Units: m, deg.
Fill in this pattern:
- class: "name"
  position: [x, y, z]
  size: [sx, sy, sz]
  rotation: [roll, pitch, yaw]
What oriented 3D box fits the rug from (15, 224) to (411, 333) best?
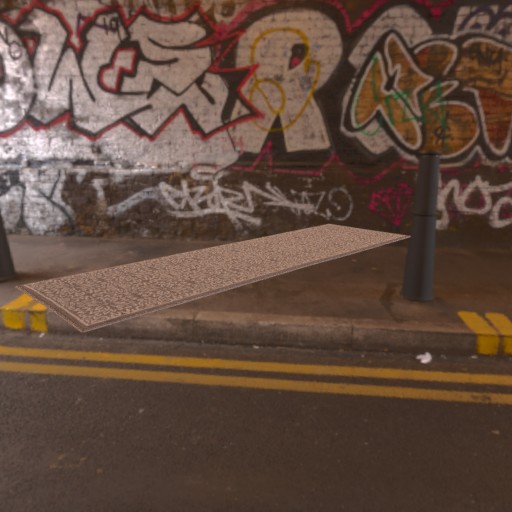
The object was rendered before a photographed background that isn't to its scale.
- class: "rug"
  position: [0.000, 0.000, 2.382]
  size: [2.196, 0.011, 0.662]
  rotation: [-13, 19, -43]
